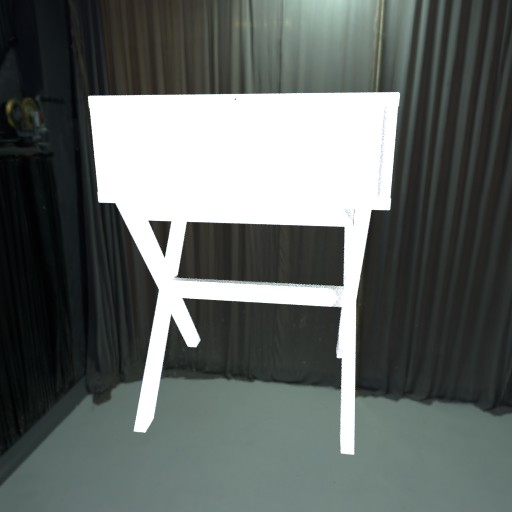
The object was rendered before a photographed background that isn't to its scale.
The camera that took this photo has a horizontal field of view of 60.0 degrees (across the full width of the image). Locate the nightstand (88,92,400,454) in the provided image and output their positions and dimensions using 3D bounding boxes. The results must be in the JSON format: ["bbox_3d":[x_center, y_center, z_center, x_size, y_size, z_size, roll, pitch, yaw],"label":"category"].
[{"bbox_3d":[0.000,0.000,0.946,0.479,0.623,0.402,2,16,8],"label":"nightstand"}]
